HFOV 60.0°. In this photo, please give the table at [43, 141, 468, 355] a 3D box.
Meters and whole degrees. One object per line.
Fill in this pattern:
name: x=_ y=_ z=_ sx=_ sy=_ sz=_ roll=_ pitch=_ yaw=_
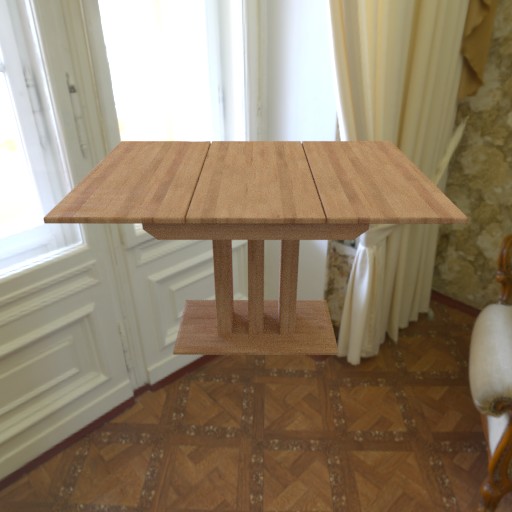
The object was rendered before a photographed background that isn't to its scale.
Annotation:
table: x=0.000 y=0.000 z=1.933 sx=1.300 sy=0.770 sz=0.900 roll=0 pitch=29 yaw=0
